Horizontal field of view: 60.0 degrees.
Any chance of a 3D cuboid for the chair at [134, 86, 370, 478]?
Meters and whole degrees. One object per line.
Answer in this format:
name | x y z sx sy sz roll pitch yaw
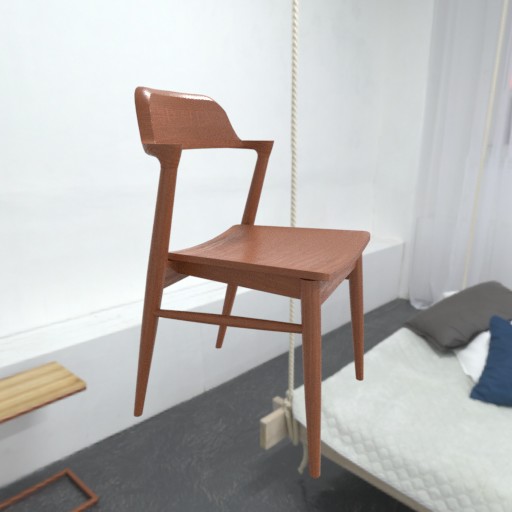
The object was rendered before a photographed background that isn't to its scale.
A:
chair | 0.000 0.000 1.116 0.499 0.801 0.496 7 17 24
